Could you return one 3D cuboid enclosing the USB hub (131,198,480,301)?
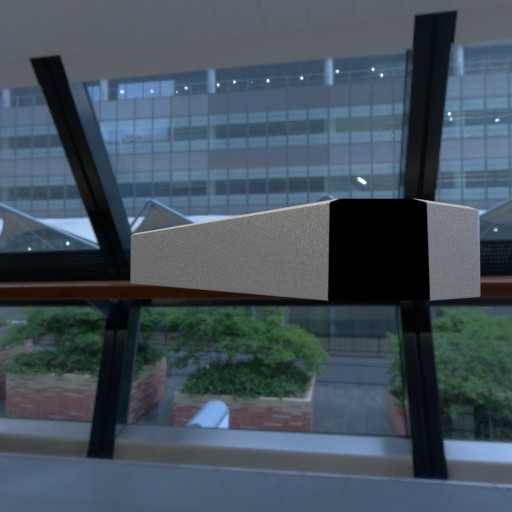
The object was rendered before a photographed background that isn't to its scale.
[{"bbox_3d":[0.000,0.000,0.161,0.044,0.023,0.145,1,-2,-35],"label":"USB hub"}]
